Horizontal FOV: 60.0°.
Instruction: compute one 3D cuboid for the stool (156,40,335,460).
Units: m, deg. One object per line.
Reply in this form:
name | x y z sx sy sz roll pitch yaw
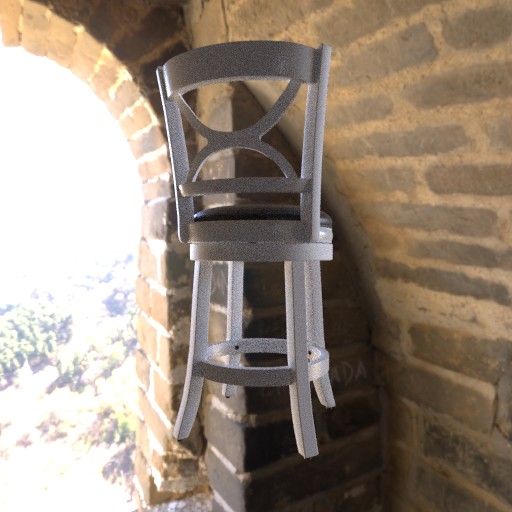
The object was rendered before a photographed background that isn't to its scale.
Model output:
stool | 0.000 0.000 1.210 0.444 0.953 0.508 0 1 17
